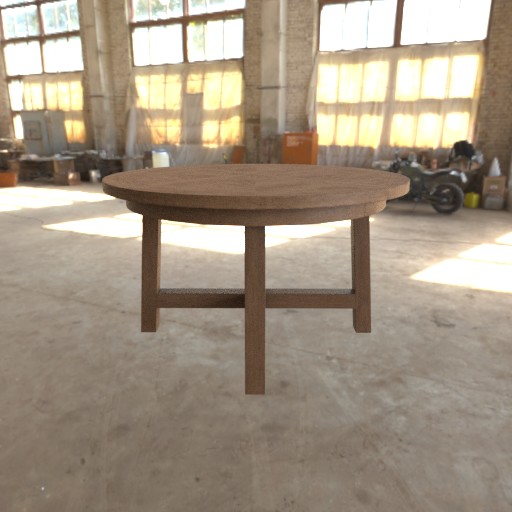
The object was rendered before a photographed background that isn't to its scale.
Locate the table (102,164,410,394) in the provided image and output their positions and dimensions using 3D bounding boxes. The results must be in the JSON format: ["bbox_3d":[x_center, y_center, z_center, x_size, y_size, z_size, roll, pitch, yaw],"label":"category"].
[{"bbox_3d":[0.000,0.000,2.105,1.319,0.762,1.319,0,16,0],"label":"table"}]
